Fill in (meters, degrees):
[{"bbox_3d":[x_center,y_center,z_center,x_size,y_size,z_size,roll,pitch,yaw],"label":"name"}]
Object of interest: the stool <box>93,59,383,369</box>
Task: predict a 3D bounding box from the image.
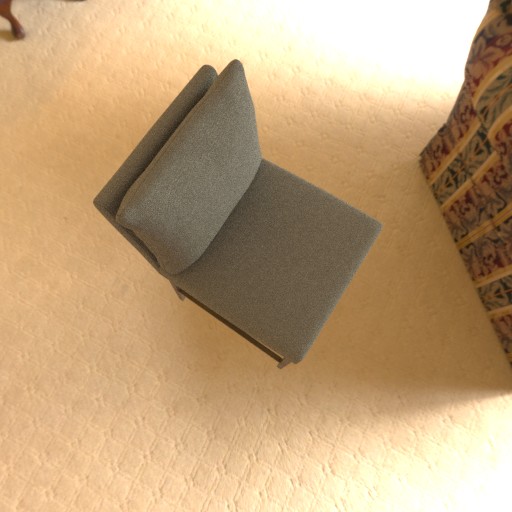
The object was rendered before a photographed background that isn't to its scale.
[{"bbox_3d":[0.000,0.000,1.416,0.569,1.132,0.463,32,76,9],"label":"stool"}]
